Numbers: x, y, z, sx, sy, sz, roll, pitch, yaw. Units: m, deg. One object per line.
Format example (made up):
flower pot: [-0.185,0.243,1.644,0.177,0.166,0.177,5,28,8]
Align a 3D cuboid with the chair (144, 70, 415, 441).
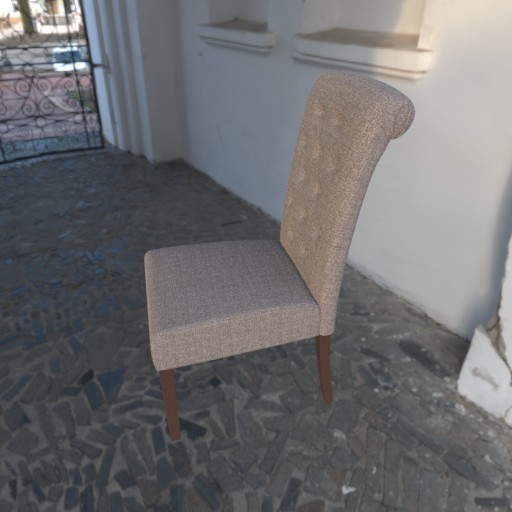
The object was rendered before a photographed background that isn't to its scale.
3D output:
chair: [0.000,0.000,1.345,0.671,1.006,0.456,-7,31,-12]
